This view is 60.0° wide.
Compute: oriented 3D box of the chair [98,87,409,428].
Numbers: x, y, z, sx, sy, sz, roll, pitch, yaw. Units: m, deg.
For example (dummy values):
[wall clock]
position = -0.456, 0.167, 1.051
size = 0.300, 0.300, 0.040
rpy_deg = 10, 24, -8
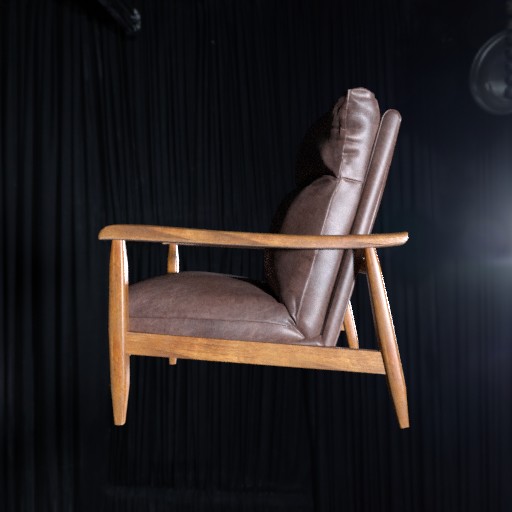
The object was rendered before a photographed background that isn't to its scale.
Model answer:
[chair]
position = 0.000, 0.000, 1.497
size = 0.830, 0.897, 0.782
rpy_deg = 0, 0, 2
